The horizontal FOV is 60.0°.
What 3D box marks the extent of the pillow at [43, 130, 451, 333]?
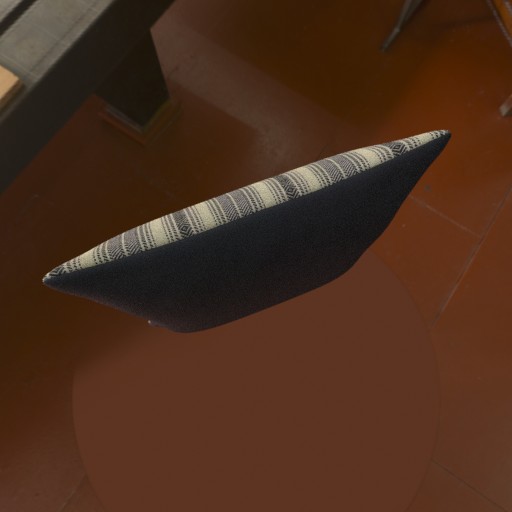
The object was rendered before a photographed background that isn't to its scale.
[{"bbox_3d":[0.000,0.000,0.766,0.520,0.508,0.166,-21,76,-6],"label":"pillow"}]
